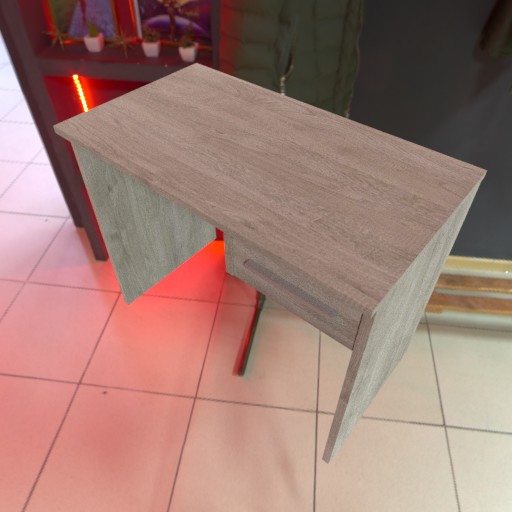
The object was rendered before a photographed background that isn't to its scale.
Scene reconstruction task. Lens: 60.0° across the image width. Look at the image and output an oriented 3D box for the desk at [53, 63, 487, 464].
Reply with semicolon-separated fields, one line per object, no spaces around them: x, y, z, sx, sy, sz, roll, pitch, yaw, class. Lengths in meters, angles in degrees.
0.000;0.000;1.287;0.893;0.724;0.498;31;53;27;desk
